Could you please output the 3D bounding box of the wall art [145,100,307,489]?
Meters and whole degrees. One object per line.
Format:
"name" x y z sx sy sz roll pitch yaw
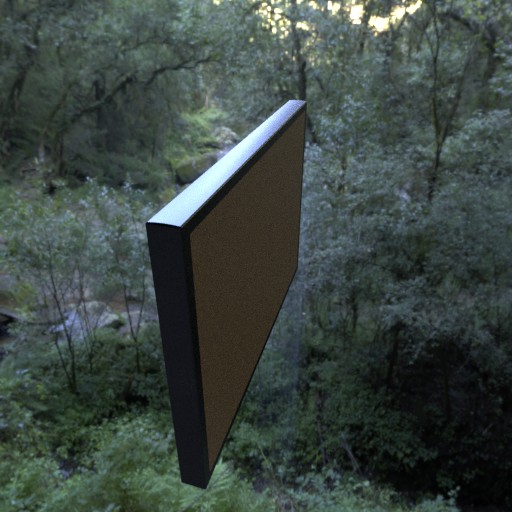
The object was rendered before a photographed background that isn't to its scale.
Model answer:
"wall art" 0.000 0.000 0.770 0.038 0.409 0.610 9 31 14
